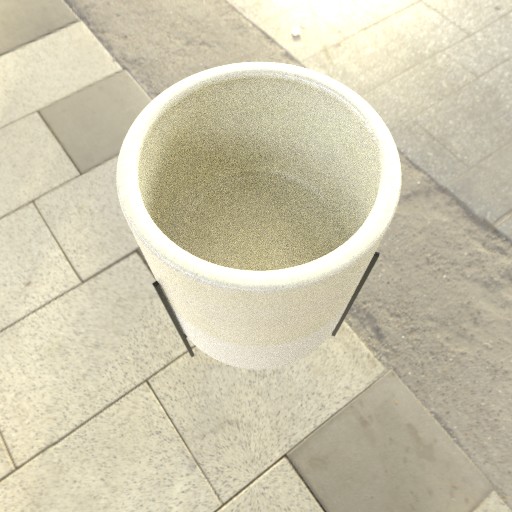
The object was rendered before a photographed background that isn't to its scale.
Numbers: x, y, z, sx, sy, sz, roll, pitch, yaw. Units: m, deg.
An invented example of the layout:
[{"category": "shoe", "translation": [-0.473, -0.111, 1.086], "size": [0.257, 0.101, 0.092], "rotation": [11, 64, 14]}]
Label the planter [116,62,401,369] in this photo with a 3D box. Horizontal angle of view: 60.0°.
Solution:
[{"category": "planter", "translation": [0.000, 0.000, 0.718], "size": [0.333, 0.483, 0.324], "rotation": [-35, 69, -16]}]
